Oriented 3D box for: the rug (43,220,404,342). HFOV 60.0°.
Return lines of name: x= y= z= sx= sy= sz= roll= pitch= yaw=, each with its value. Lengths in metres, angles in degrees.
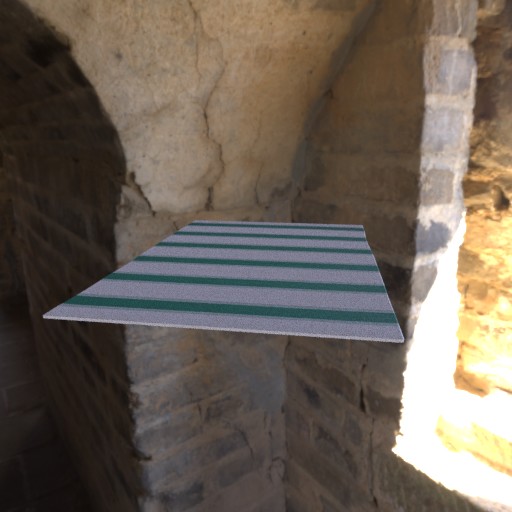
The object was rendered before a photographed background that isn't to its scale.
rug: x=0.000 y=0.000 z=2.314 sx=1.210 sy=0.012 sz=1.829 roll=2 pitch=15 yaw=9
